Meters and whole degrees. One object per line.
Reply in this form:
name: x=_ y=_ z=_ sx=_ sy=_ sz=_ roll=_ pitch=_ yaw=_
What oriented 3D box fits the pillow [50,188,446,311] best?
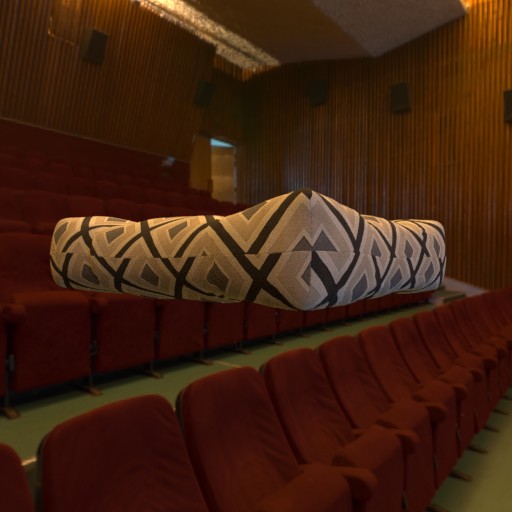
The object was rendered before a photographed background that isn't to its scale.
pillow: x=0.000 y=0.000 z=0.726 sx=0.490 sy=0.128 sz=0.468 roll=-1 pitch=-1 yaw=37
